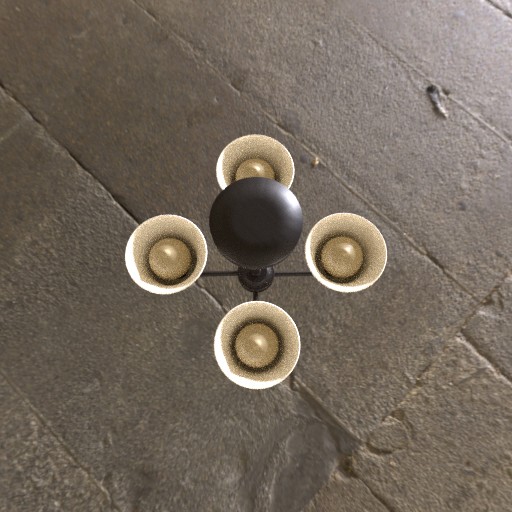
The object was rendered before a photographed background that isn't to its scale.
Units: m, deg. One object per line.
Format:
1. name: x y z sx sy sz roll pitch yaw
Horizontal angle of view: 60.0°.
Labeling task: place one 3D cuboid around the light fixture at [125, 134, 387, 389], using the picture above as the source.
1. light fixture: 0.000 0.000 1.864 1.069 0.925 1.069 -1 76 0
